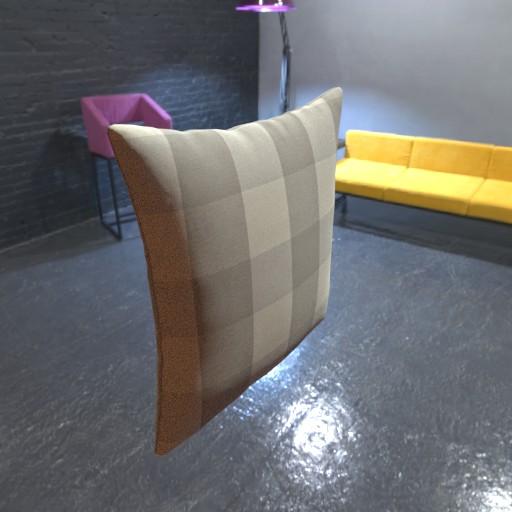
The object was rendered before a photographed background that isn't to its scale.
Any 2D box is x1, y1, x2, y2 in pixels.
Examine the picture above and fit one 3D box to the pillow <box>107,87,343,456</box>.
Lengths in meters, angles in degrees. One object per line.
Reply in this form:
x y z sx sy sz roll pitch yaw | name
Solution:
0.000 0.000 0.764 0.161 0.509 0.511 19 32 34 | pillow
